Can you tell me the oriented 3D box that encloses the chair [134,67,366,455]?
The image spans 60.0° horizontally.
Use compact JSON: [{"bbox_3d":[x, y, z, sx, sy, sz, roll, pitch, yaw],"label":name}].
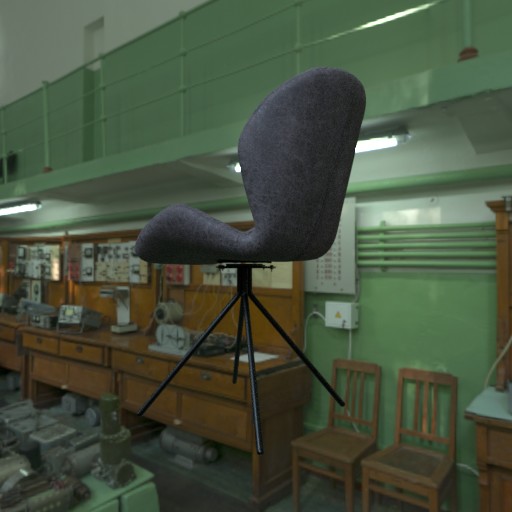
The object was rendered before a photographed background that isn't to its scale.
[{"bbox_3d":[0.000,0.000,1.311,0.640,0.934,0.527,-1,-1,37],"label":"chair"}]
